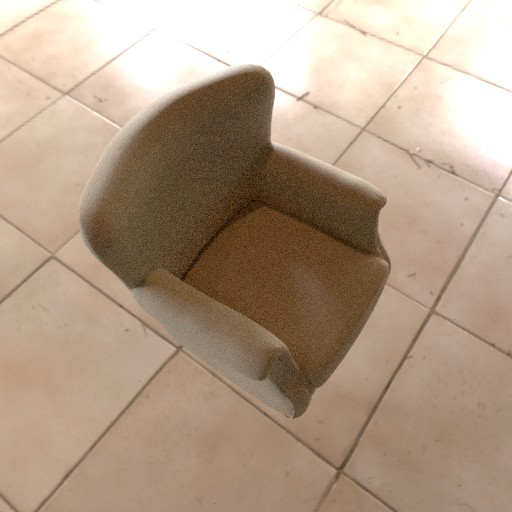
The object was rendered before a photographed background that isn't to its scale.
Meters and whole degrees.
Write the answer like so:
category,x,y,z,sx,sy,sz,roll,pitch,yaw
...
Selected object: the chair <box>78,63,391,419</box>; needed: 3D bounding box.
category,x,y,z,sx,sy,sz,roll,pitch,yaw
chair,0.000,0.000,1.647,0.921,0.936,0.861,31,65,17
